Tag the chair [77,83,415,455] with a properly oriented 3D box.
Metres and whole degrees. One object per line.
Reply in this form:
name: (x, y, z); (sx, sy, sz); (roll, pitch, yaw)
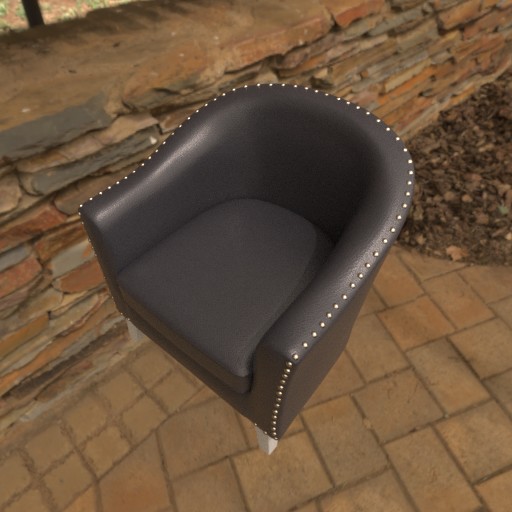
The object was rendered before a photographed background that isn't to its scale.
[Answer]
chair: (0.000, 0.000, 1.433); (0.794, 0.823, 0.748); (31, 54, 26)
